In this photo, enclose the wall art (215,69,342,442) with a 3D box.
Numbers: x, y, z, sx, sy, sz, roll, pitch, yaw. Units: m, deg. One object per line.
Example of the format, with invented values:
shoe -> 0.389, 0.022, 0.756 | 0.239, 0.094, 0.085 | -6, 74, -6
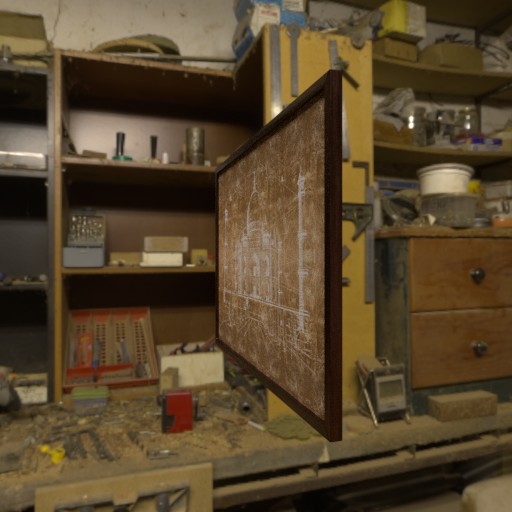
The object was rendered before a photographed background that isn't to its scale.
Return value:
wall art -> 0.000, 0.000, 0.567 | 0.012, 0.304, 0.431 | 0, 0, -18
